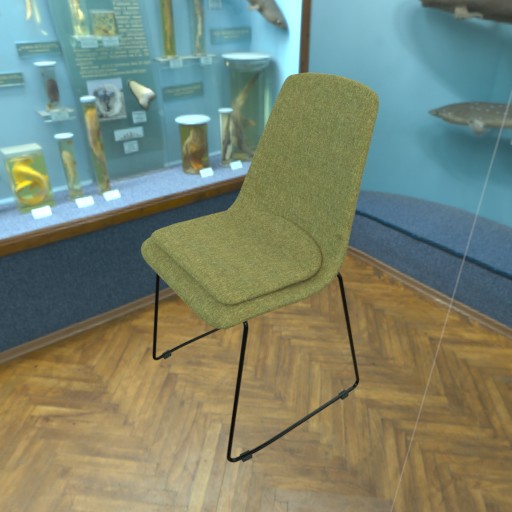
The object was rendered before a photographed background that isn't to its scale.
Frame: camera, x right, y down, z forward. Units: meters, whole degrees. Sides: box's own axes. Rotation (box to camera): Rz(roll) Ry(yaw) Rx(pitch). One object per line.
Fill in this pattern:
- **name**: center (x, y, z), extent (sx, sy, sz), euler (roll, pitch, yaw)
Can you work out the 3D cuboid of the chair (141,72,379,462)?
- **chair**: center (0.000, 0.000, 1.169), extent (0.496, 0.849, 0.479), euler (-21, 37, -30)
